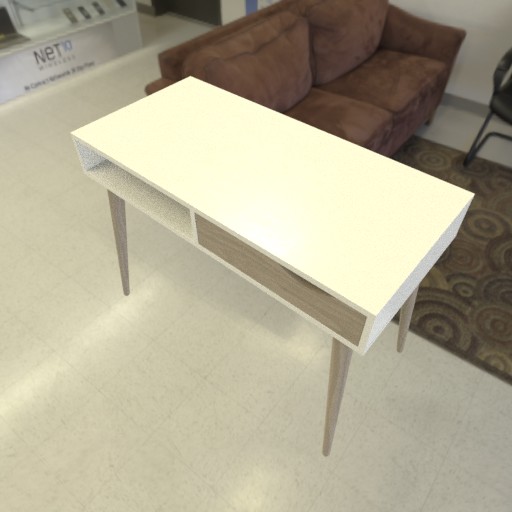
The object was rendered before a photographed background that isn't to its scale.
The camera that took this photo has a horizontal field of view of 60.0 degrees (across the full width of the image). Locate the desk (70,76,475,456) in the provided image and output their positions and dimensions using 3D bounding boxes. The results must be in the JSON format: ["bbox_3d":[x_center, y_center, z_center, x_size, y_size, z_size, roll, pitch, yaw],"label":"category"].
[{"bbox_3d":[0.000,0.000,1.420,0.979,0.723,0.491,32,54,26],"label":"desk"}]
